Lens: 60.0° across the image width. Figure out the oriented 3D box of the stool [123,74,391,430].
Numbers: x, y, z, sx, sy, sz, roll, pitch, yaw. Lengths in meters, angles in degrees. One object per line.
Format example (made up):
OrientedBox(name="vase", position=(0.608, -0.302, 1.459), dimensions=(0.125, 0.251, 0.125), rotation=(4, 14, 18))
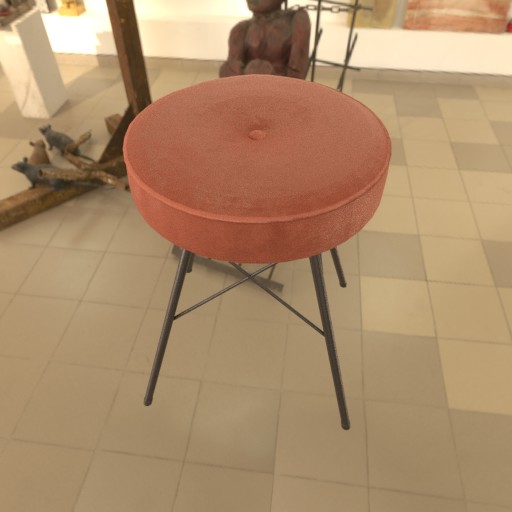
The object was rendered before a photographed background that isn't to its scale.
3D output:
OrientedBox(name="stool", position=(0.000, 0.000, 0.891), dimensions=(0.457, 0.593, 0.421), rotation=(5, 47, 5))
